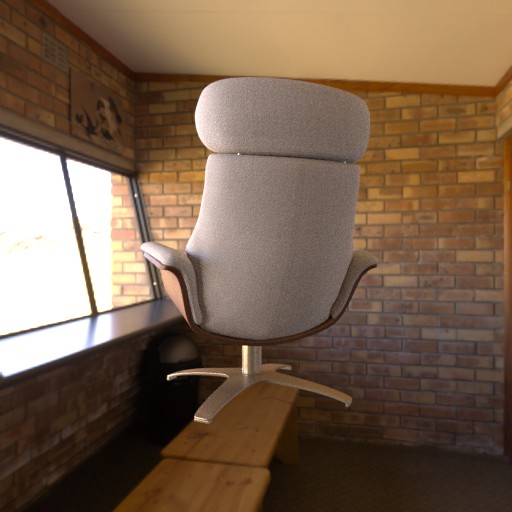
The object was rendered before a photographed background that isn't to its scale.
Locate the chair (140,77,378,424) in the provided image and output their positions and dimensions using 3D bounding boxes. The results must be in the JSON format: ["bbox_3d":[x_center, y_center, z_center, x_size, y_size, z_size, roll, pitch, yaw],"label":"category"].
[{"bbox_3d":[0.000,0.000,1.606,0.785,0.995,0.837,0,0,-19],"label":"chair"}]
